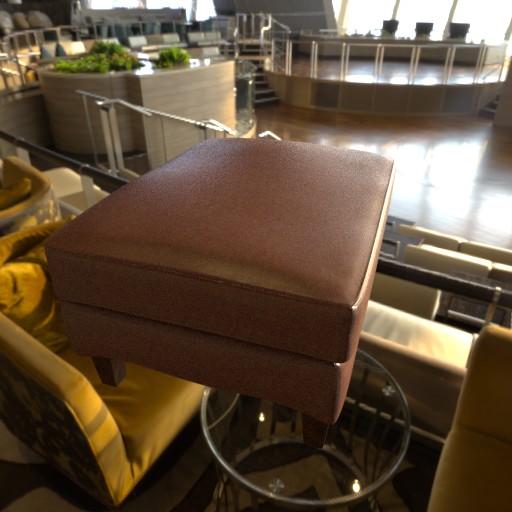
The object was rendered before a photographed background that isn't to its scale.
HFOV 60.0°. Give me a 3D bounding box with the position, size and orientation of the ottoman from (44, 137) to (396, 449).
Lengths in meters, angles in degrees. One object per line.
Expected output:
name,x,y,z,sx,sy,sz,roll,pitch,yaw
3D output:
ottoman,0.000,0.000,1.220,0.650,0.485,0.851,10,32,17
